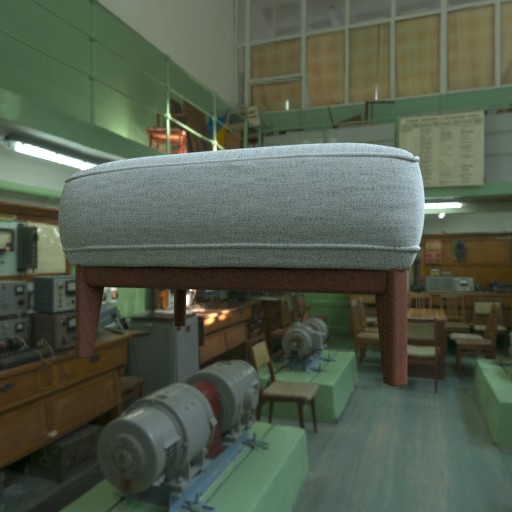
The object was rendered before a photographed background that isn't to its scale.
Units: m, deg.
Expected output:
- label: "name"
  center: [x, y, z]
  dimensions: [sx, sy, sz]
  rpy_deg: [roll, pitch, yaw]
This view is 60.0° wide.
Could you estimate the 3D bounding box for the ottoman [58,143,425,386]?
- label: "ottoman"
  center: [0.000, 0.000, 1.138]
  dimensions: [0.794, 0.465, 0.594]
  rpy_deg: [0, 0, 18]
